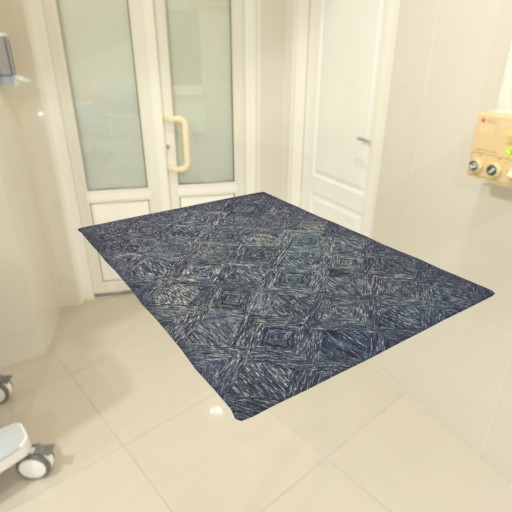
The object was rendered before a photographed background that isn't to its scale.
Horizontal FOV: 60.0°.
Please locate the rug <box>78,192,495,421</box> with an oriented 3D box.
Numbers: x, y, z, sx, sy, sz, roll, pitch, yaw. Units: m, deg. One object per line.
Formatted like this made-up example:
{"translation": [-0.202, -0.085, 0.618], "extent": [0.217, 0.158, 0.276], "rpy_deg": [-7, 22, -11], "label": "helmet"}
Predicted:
{"translation": [0.000, 0.000, 4.071], "extent": [2.385, 0.024, 3.245], "rpy_deg": [-16, 30, -30], "label": "rug"}
